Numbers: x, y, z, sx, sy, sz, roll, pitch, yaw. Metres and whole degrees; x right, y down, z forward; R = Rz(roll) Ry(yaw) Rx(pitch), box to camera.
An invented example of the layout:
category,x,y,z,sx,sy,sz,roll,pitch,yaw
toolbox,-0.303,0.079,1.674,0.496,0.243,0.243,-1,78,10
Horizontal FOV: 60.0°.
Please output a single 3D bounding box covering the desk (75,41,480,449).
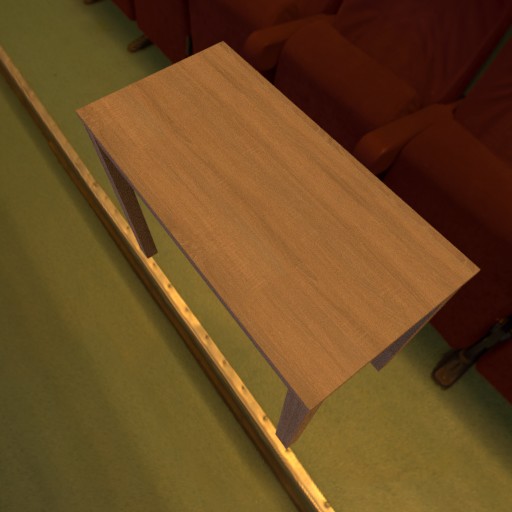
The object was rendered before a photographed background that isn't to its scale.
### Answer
category,x,y,z,sx,sy,sz,roll,pitch,yaw
desk,0.000,0.000,1.431,0.495,0.762,0.991,-33,66,-17
